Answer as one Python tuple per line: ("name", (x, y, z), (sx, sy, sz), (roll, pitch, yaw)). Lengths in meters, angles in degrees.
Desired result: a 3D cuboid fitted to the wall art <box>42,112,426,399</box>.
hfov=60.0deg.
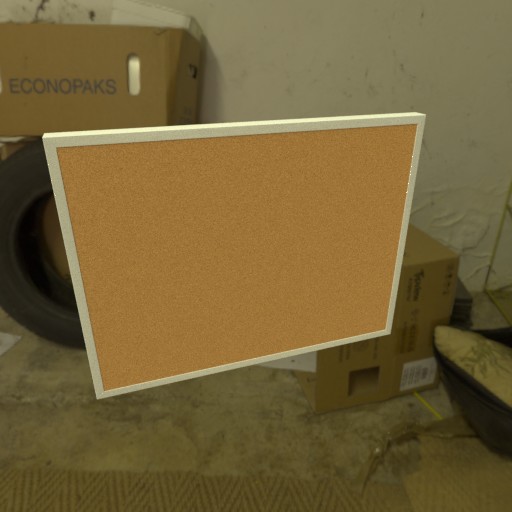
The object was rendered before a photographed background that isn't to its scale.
("wall art", (0.000, 0.000, 1.351), (1.041, 0.787, 0.053), (-8, 27, -17))
